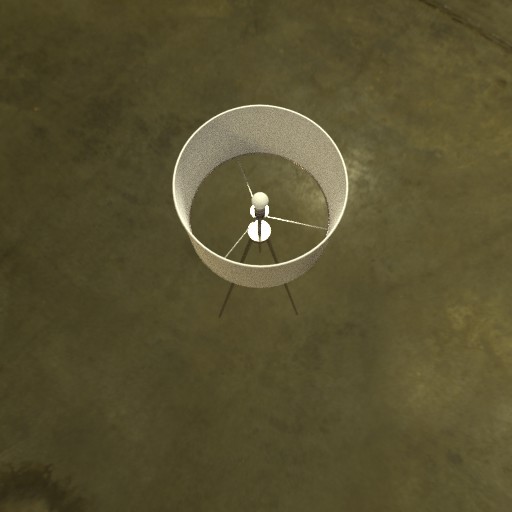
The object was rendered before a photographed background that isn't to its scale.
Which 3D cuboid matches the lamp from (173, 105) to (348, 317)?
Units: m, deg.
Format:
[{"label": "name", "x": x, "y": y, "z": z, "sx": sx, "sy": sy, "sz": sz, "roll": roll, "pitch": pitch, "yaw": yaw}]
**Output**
[{"label": "lamp", "x": 0.000, "y": 0.000, "z": 1.780, "sx": 0.448, "sy": 1.545, "sz": 0.458, "roll": -5, "pitch": 76, "yaw": -1}]
